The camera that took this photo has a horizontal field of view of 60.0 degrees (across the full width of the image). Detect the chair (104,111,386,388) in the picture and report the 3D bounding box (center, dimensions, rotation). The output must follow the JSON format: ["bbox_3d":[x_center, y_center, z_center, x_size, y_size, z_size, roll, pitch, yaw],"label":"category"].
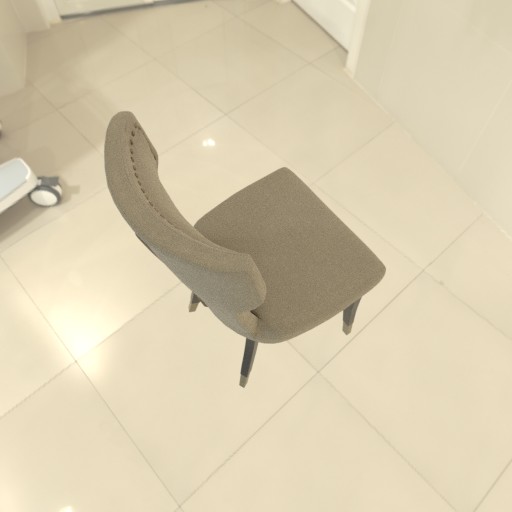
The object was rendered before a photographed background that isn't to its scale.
[{"bbox_3d":[0.000,0.000,1.331,0.630,0.955,0.526,-31,64,-17],"label":"chair"}]
